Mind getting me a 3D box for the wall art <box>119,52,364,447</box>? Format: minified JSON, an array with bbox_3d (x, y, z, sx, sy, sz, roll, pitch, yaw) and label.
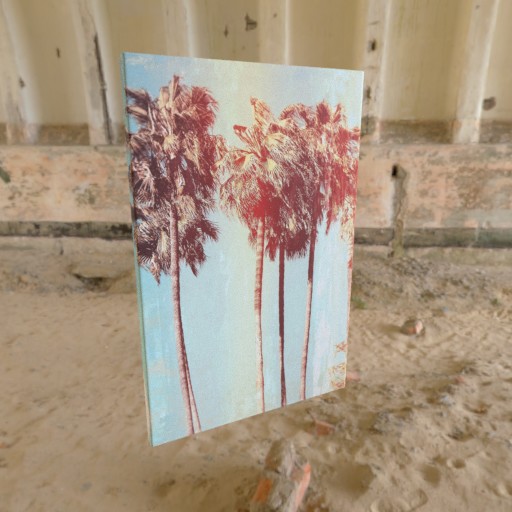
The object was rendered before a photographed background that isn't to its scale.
[{"bbox_3d":[0.000,0.000,1.136,0.605,0.915,0.037,-8,17,-26],"label":"wall art"}]
